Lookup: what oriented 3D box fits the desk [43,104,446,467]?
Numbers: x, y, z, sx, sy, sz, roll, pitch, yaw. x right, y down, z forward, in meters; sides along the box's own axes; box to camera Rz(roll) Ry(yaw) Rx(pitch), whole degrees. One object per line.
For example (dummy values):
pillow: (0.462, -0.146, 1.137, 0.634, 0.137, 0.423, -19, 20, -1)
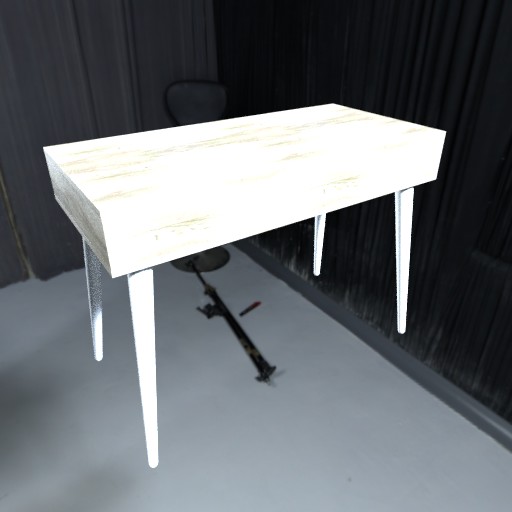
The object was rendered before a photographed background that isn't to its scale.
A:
desk: (0.000, 0.000, 1.366, 0.979, 0.723, 0.491, -19, 35, -29)
